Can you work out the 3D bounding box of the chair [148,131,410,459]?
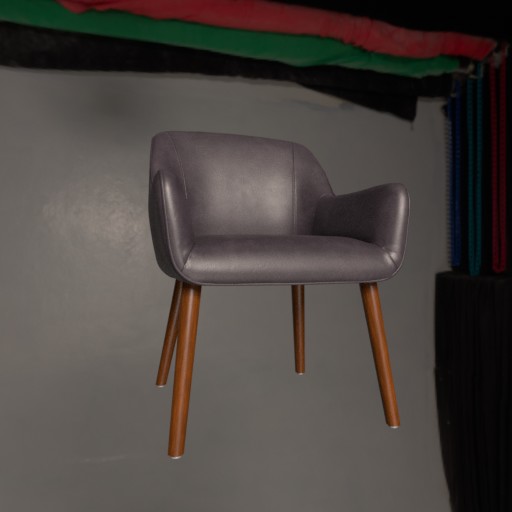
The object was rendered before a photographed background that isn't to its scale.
[{"bbox_3d":[0.000,0.000,1.256,0.610,0.828,0.610,0,0,-18],"label":"chair"}]
